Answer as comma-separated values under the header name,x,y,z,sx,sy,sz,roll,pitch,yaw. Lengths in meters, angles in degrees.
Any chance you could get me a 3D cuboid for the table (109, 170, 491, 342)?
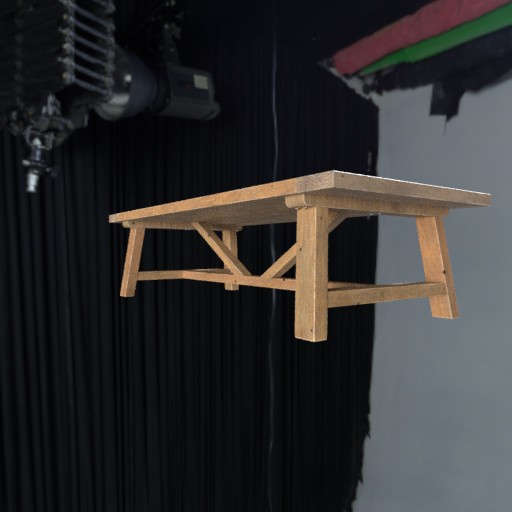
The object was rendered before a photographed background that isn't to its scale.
name,x,y,z,sx,sy,sz,roll,pitch,yaw
table,0.000,0.000,2.116,0.820,0.465,1.800,-1,1,-36
